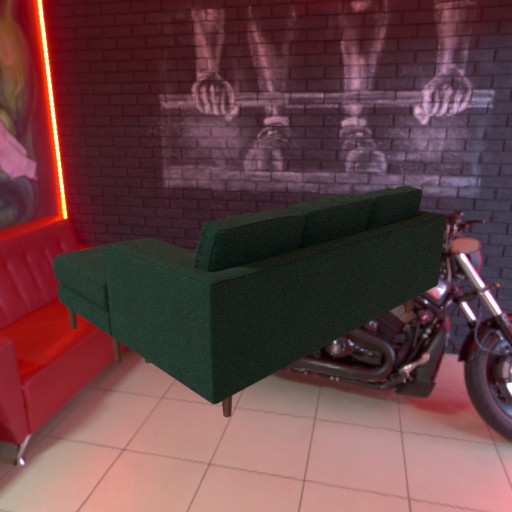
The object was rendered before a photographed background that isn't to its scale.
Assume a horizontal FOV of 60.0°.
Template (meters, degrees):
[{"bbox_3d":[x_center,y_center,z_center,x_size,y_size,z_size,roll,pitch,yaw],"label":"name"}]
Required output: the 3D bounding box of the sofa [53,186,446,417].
[{"bbox_3d":[0.000,0.000,2.885,2.030,0.899,1.580,-15,22,-42],"label":"sofa"}]
